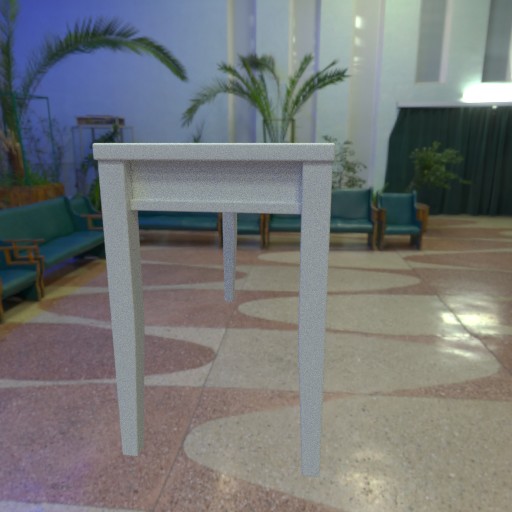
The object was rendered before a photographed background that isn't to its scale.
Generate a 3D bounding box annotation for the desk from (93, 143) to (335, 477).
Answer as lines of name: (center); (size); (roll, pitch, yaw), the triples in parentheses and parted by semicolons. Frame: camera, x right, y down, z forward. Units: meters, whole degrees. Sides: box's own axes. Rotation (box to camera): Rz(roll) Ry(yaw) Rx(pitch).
desk: (0.000, 0.000, 1.577); (0.508, 0.775, 1.220); (2, 14, 9)
